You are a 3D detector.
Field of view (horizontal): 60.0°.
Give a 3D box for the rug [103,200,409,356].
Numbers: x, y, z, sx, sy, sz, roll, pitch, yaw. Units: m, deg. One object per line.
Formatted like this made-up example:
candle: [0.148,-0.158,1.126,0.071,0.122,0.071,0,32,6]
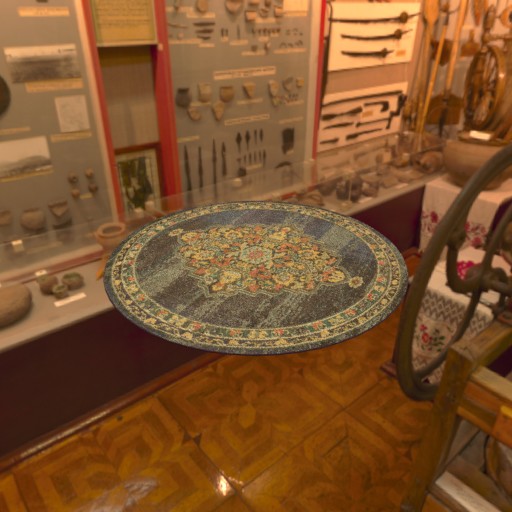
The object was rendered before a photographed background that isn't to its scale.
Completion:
rug: [0.000,0.000,2.412,1.591,0.010,1.591,0,29,0]
